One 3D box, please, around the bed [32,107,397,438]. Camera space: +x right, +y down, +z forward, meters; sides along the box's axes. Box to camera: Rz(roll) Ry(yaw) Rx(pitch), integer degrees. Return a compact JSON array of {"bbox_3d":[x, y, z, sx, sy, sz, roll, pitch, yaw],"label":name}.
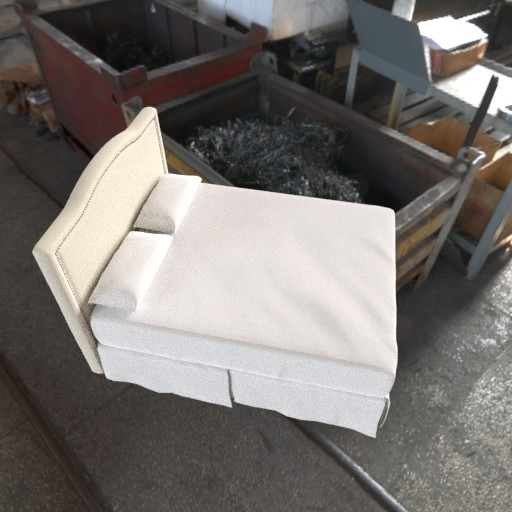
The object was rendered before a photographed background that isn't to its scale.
[{"bbox_3d":[0.000,0.000,3.285,2.196,1.449,1.741,9,47,8],"label":"bed"}]
